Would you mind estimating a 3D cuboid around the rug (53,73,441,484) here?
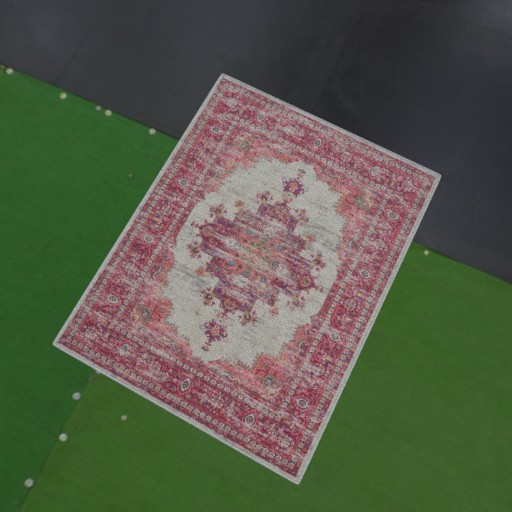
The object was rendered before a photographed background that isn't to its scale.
[{"bbox_3d":[0.000,0.000,4.120,2.447,0.017,3.123,27,78,6],"label":"rug"}]
